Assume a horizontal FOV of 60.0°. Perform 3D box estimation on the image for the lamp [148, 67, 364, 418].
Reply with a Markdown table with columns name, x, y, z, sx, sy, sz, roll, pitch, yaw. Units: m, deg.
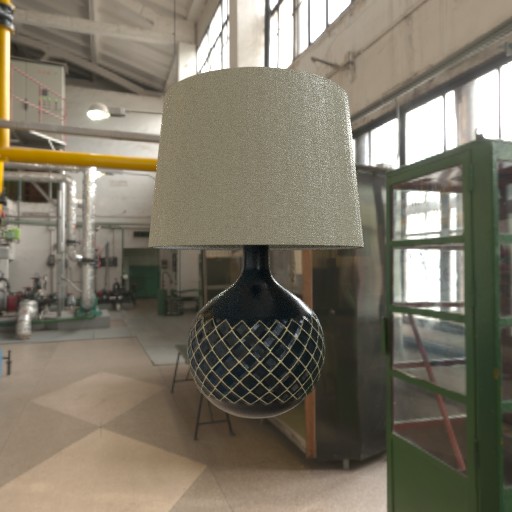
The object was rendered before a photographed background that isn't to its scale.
| name | x | y | z | sx | sy | sz | roll | pitch | yaw |
| --- | --- | --- | --- | --- | --- | --- | --- | --- | --- |
| lamp | 0.000 | 0.000 | 0.795 | 0.376 | 0.540 | 0.376 | 0 | 0 | 0 |
